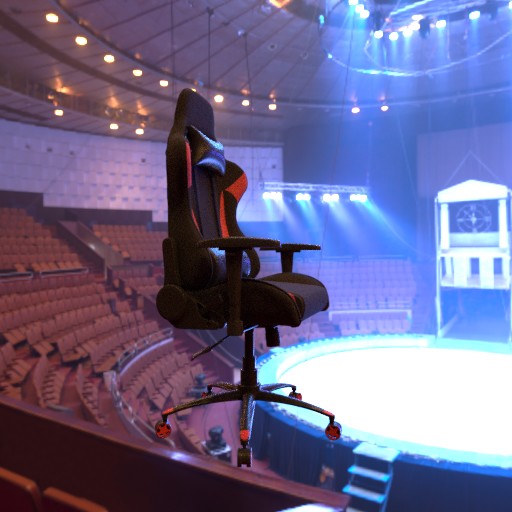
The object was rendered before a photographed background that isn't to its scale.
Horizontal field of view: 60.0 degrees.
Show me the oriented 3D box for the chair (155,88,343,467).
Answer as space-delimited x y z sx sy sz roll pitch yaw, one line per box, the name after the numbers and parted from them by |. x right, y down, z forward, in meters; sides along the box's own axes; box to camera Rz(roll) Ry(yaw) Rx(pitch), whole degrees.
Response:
0.000 0.000 1.717 0.658 1.326 0.695 0 0 20 | chair
